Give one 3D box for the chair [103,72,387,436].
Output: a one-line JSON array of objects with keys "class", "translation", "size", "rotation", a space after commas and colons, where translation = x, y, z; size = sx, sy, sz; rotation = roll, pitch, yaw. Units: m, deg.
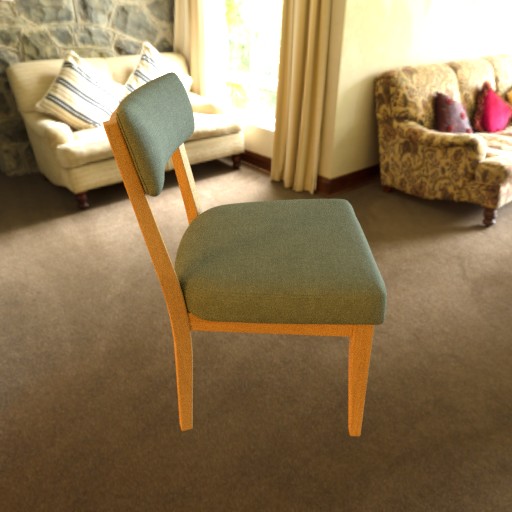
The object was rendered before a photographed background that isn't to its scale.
[{"class": "chair", "translation": [0.000, 0.000, 1.152], "size": [0.572, 0.832, 0.508], "rotation": [0, 30, 1]}]
